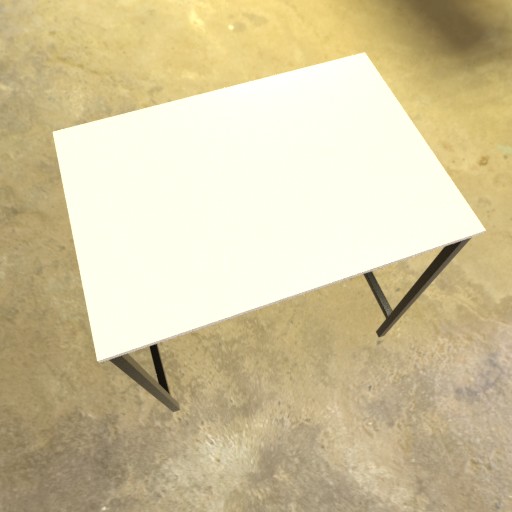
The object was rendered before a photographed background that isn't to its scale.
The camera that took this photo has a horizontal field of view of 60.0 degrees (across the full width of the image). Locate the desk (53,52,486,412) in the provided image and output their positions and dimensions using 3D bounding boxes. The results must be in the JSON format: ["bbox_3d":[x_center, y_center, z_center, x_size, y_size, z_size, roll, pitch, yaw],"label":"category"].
[{"bbox_3d":[0.000,0.000,1.324,0.811,0.766,0.573,-18,65,-9],"label":"desk"}]
